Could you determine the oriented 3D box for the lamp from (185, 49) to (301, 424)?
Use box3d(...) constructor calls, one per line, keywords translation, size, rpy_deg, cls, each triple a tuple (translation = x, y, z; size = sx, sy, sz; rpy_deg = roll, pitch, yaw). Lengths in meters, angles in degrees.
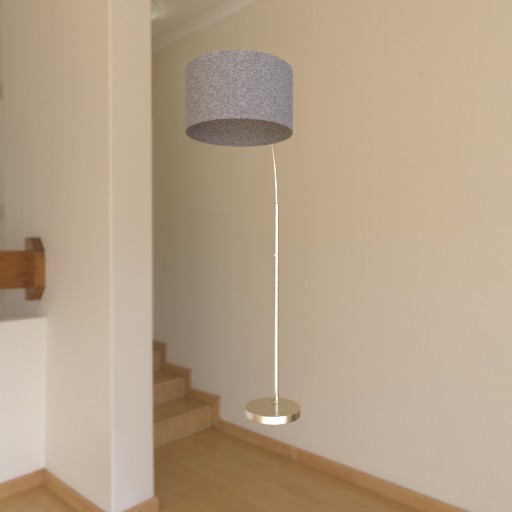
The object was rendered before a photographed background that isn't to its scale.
box3d(translation=(0.000, 0.000, 2.114), size=(0.452, 1.735, 0.934), rpy_deg=(0, 1, 17), cls="lamp")
